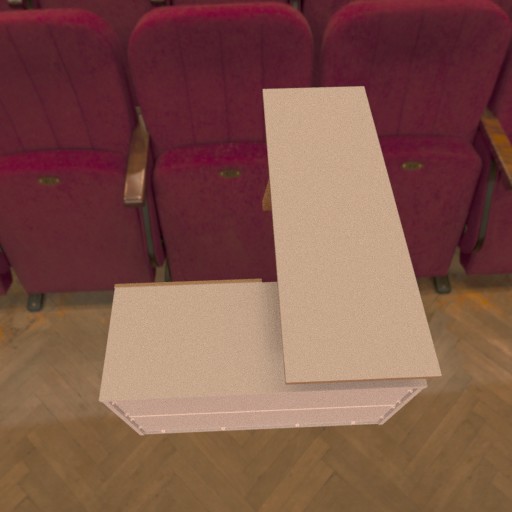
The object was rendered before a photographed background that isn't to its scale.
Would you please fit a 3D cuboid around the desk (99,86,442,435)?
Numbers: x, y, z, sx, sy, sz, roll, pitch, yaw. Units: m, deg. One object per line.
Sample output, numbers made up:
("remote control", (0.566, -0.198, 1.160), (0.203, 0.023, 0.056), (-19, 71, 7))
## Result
("desk", (0.000, 0.000, 2.058), (1.098, 0.755, 1.404), (-2, 58, -1))
